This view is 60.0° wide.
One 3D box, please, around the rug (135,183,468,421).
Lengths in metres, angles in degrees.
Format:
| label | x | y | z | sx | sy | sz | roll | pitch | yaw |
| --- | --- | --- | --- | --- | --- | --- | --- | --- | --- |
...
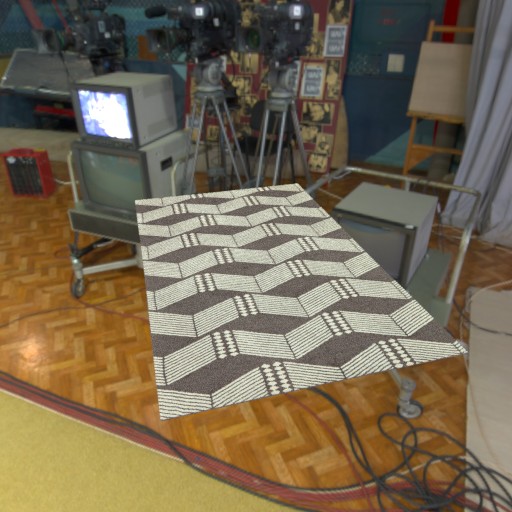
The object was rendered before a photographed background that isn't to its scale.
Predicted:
| label | x | y | z | sx | sy | sz | roll | pitch | yaw |
| --- | --- | --- | --- | --- | --- | --- | --- | --- | --- |
| rug | 0.000 | 0.000 | 3.048 | 1.517 | 0.011 | 2.435 | -8 | 31 | -14 |
